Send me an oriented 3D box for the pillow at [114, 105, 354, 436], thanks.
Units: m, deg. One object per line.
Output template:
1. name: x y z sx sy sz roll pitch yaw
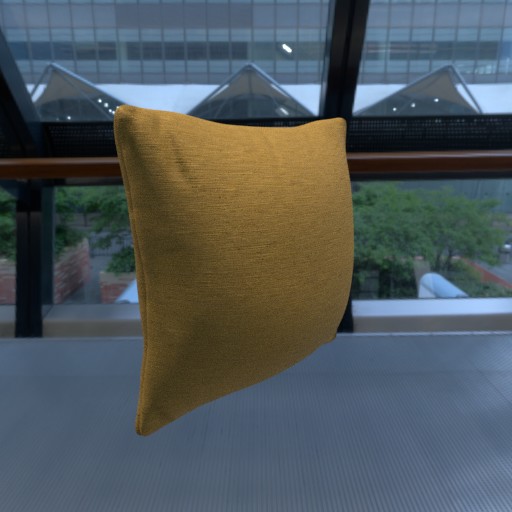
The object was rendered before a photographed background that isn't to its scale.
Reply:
1. pillow: 0.000 0.000 0.676 0.247 0.417 0.435 14 20 43
